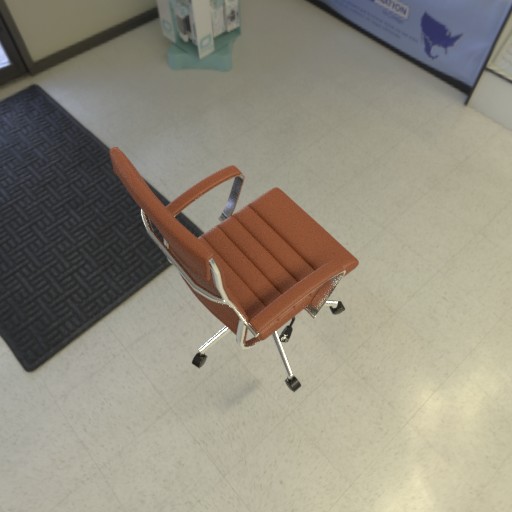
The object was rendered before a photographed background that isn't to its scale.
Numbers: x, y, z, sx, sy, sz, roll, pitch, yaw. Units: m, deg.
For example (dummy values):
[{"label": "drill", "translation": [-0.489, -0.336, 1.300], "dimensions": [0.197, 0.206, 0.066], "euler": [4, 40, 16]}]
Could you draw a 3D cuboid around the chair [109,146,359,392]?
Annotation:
[{"label": "chair", "translation": [0.000, 0.000, 1.656], "dimensions": [0.739, 1.149, 0.766], "euler": [-35, 64, -20]}]
